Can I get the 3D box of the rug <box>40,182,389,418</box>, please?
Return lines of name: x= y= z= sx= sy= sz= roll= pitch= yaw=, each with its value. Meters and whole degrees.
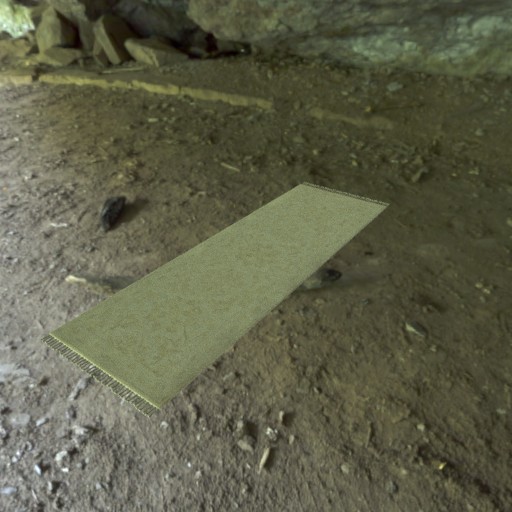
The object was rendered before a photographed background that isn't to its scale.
rug: x=0.000 y=0.000 z=2.867 sx=0.795 sy=0.015 sz=2.544 roll=21 pitch=37 yaw=30
